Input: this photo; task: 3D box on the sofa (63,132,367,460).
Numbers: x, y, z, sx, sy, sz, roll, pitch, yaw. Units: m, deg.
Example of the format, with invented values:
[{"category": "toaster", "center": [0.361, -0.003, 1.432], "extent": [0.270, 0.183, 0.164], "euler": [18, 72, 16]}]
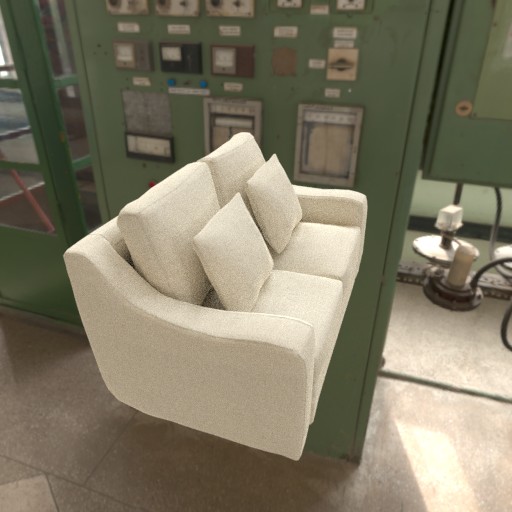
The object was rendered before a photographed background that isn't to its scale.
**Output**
[{"category": "sofa", "center": [0.000, 0.000, 2.458], "extent": [1.040, 1.047, 1.744], "euler": [10, 30, 17]}]
